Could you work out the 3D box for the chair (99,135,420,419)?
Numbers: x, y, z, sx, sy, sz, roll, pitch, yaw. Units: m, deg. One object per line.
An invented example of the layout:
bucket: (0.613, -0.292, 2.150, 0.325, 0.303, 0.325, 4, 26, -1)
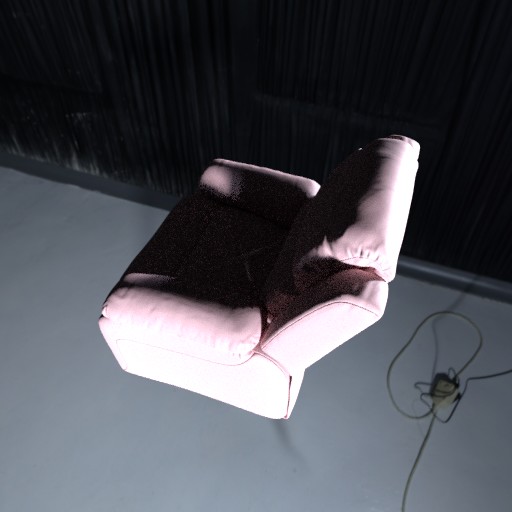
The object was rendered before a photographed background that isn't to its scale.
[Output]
chair: (0.000, 0.000, 1.246, 0.709, 0.702, 0.680, 15, 49, 14)
